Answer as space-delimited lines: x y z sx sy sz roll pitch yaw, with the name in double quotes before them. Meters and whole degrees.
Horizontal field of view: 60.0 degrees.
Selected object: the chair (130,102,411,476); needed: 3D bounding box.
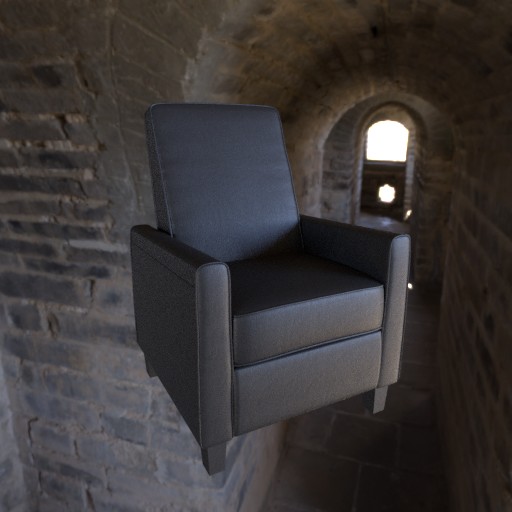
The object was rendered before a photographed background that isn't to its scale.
"chair" 0.000 0.000 1.503 0.705 1.013 0.746 -8 18 -27
